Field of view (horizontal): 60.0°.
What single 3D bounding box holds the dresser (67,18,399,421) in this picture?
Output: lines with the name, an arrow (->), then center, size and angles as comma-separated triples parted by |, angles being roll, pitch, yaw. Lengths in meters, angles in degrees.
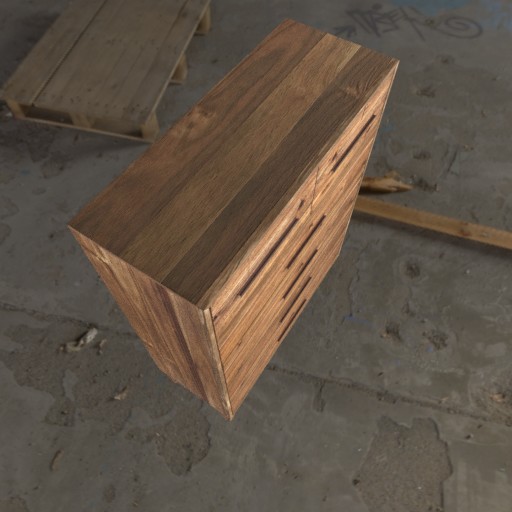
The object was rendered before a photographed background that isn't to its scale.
dresser -> 0.000, 0.000, 1.873 | 0.442, 1.393, 1.062 | 29, 63, 16
